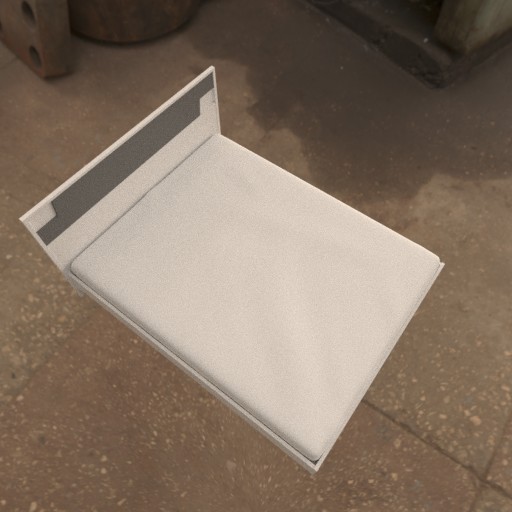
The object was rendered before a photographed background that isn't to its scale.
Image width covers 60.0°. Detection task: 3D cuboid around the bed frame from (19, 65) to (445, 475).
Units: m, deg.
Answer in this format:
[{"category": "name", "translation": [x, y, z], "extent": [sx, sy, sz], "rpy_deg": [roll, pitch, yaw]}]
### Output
[{"category": "bed frame", "translation": [0.000, 0.000, 2.984], "extent": [2.100, 1.001, 1.711], "rpy_deg": [33, 65, 18]}]
